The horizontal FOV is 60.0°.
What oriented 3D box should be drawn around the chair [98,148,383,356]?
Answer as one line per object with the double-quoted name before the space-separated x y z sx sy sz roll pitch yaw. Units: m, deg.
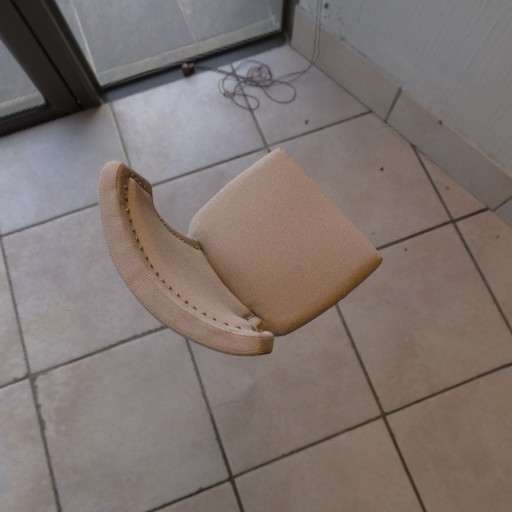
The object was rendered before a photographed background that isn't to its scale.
"chair" 0.000 0.000 1.348 0.630 0.950 0.526 -38 78 -10
